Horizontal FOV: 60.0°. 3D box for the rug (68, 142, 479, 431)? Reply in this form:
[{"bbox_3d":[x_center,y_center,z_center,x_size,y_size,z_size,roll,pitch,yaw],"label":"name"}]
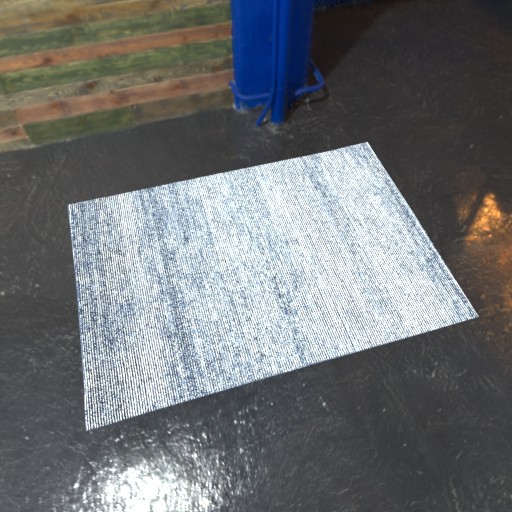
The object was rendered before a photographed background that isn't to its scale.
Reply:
[{"bbox_3d":[0.000,0.000,2.931,2.349,0.030,1.624,-14,57,-9],"label":"rug"}]
